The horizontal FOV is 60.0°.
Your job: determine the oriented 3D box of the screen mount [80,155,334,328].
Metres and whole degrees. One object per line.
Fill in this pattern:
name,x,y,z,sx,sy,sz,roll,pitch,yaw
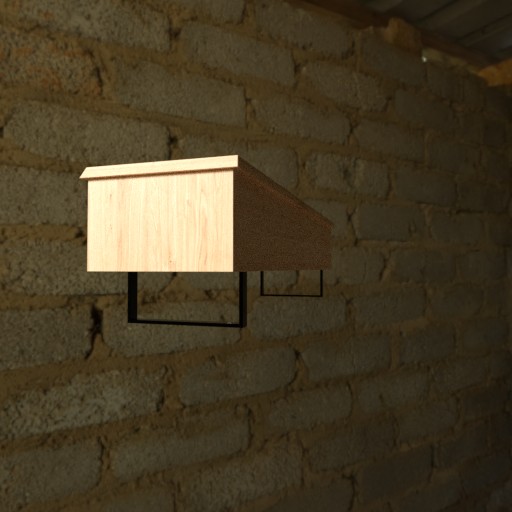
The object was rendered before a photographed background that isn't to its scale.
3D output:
screen mount,0.000,0.000,1.920,0.450,0.430,1.700,0,-2,18
